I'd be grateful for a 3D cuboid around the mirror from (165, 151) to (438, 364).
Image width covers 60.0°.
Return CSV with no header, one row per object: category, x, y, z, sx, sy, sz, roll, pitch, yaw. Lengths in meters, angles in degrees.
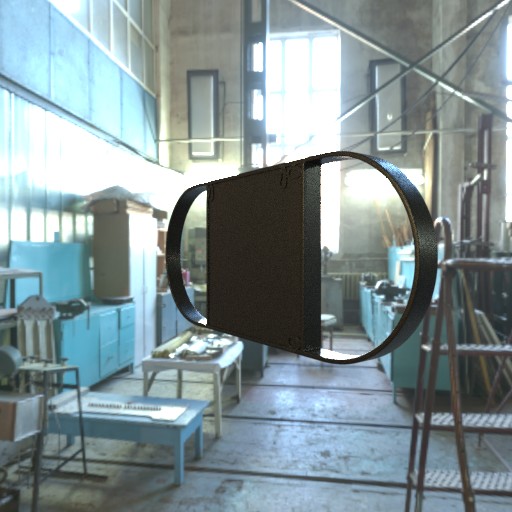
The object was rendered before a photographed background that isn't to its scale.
mirror,0.000,0.000,0.675,0.032,0.254,0.584,-1,1,-36
